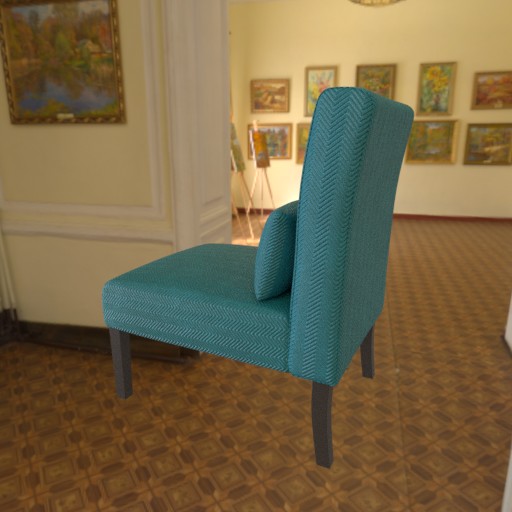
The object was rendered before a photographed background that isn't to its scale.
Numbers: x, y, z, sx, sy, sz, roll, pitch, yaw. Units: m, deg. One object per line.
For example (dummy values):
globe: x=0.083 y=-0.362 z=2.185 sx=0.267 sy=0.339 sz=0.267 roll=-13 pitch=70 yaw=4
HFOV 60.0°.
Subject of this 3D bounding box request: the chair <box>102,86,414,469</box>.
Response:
chair: x=0.000 y=0.000 z=1.398 sx=0.808 sy=0.927 sz=0.579 roll=8 pitch=17 yaw=26
